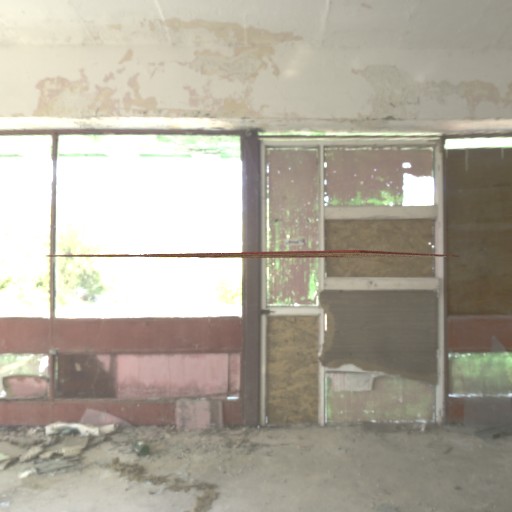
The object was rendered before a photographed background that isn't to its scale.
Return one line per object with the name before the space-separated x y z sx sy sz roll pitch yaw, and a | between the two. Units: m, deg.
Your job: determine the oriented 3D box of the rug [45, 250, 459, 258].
rug | 0.000 0.000 4.136 3.053 0.013 2.387 -1 -1 36
